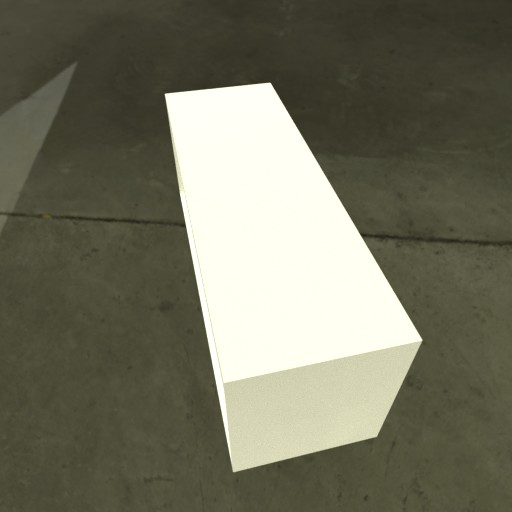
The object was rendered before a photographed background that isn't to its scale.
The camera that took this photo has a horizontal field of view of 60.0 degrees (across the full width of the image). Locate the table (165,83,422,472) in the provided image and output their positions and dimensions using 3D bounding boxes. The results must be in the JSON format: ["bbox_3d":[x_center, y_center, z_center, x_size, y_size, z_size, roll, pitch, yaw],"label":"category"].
[{"bbox_3d":[0.000,0.000,1.850,0.508,0.769,1.500,-10,46,-9],"label":"table"}]
